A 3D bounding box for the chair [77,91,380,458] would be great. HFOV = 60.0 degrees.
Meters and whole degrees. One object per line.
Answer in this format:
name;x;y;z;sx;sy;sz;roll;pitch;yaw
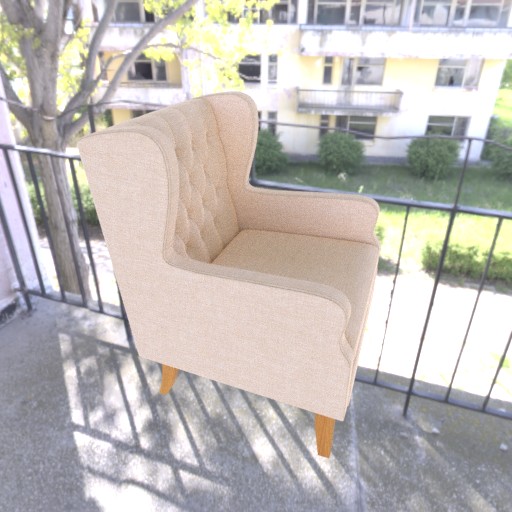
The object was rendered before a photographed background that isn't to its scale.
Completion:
chair;0.000;0.000;1.470;0.760;0.930;0.710;10;30;17
